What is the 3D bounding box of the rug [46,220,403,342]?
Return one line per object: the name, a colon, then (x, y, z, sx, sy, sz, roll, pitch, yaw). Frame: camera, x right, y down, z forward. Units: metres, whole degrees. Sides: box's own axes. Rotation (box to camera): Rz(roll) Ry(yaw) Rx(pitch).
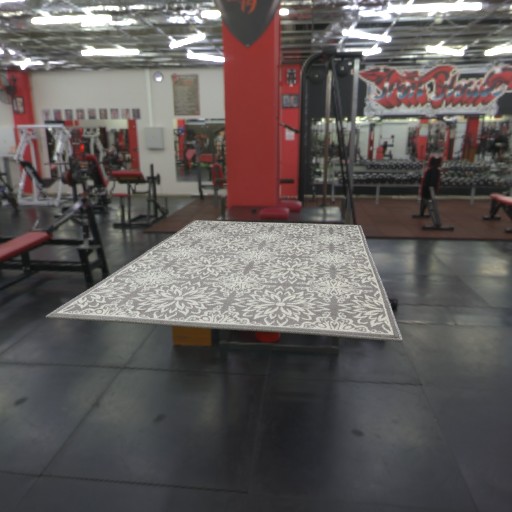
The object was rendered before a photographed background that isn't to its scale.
rug: (0.000, 0.000, 2.358, 1.224, 0.012, 1.847, 2, 15, 9)
